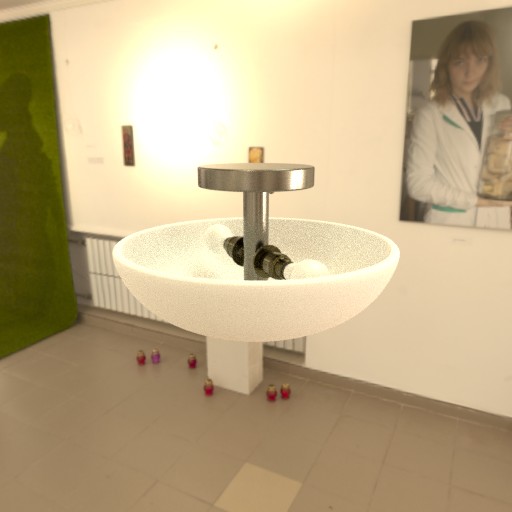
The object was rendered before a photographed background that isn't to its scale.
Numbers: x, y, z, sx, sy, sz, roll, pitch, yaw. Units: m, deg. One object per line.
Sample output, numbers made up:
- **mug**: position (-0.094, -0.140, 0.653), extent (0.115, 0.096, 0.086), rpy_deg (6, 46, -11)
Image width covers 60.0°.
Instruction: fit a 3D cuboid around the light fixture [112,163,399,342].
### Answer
- **light fixture**: position (0.000, 0.000, 0.537), extent (0.330, 0.214, 0.330), rpy_deg (0, 15, 0)
